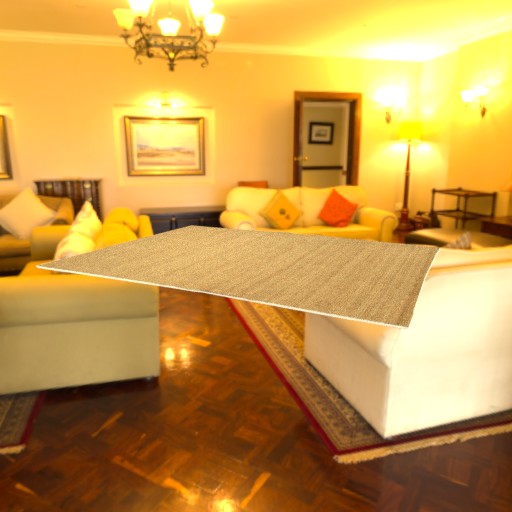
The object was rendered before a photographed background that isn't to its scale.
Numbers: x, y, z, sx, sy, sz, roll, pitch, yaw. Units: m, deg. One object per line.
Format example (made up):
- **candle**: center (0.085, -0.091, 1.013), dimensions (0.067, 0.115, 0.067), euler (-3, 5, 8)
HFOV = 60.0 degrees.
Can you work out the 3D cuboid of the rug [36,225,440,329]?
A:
- **rug**: center (0.000, 0.000, 4.334), dimensions (3.202, 0.045, 2.434), euler (7, 15, 26)
